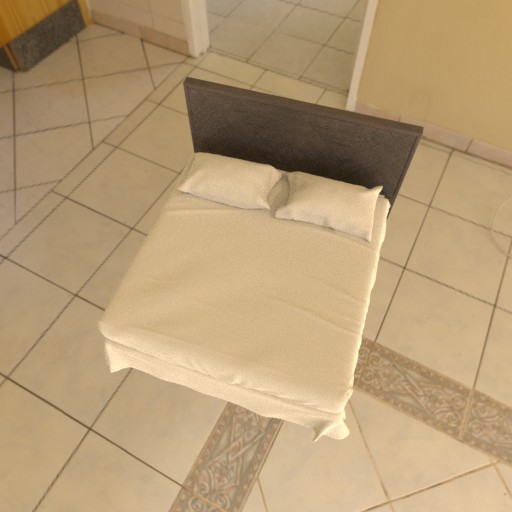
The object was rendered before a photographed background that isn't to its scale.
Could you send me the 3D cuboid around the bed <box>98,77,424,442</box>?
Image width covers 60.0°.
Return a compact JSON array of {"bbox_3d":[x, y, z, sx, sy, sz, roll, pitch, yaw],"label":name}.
[{"bbox_3d":[0.000,0.000,2.934,1.772,1.142,1.785,16,59,10],"label":"bed"}]
